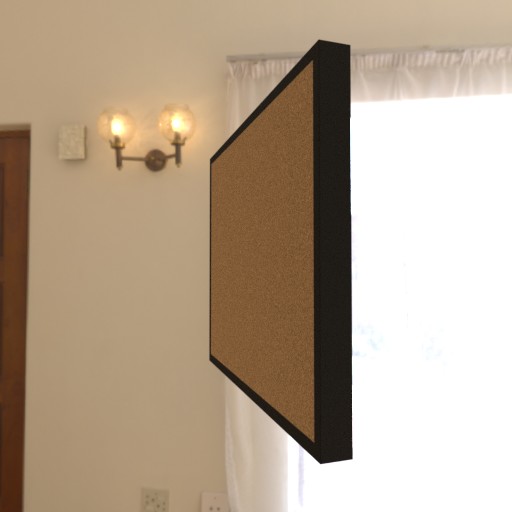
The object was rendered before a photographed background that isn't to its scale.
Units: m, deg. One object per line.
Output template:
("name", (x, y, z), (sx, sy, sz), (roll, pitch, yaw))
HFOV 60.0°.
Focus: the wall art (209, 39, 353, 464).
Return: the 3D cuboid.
("wall art", (0.000, 0.000, 0.531), (0.028, 0.325, 0.397), (1, -2, -18))
